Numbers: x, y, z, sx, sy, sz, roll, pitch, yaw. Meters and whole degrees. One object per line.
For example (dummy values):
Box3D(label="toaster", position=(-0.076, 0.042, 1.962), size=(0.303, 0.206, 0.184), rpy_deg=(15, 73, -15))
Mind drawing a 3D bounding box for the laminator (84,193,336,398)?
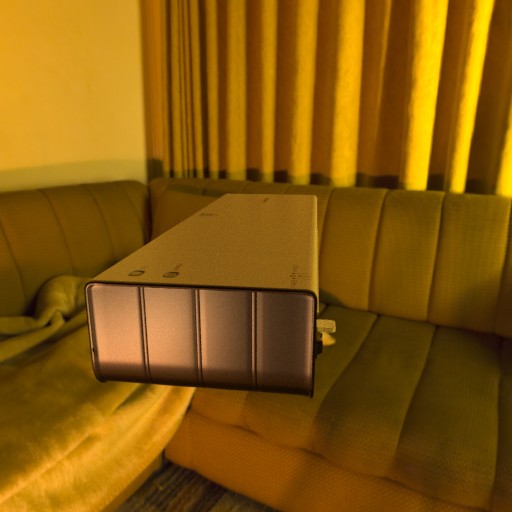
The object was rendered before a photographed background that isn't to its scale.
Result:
Box3D(label="laminator", position=(0.000, 0.000, 0.375), size=(0.123, 0.062, 0.340), rpy_deg=(2, 15, 7))
